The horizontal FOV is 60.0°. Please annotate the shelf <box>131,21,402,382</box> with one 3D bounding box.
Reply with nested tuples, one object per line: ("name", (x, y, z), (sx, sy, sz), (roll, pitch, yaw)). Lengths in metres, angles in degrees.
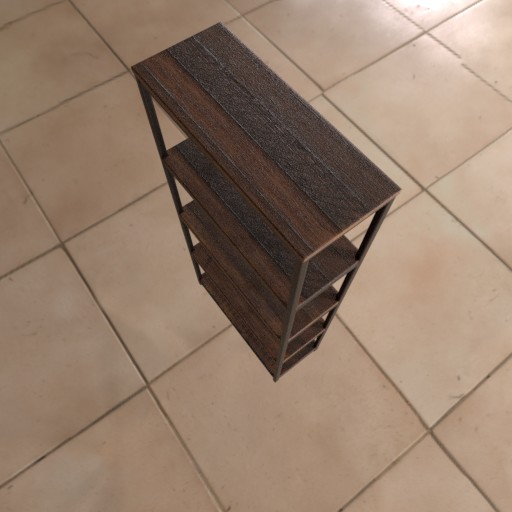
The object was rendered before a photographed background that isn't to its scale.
("shelf", (0.000, 0.000, 2.180), (0.359, 1.860, 0.874), (-35, 69, -15))
